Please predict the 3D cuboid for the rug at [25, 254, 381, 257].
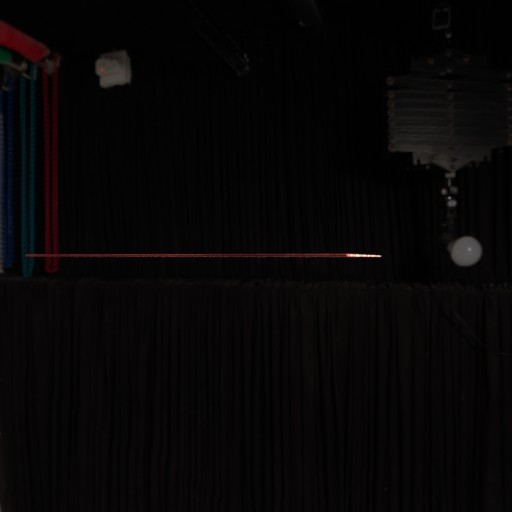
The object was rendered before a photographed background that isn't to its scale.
[{"bbox_3d":[0.000,0.000,3.035,1.535,0.010,2.431,0,0,19],"label":"rug"}]
